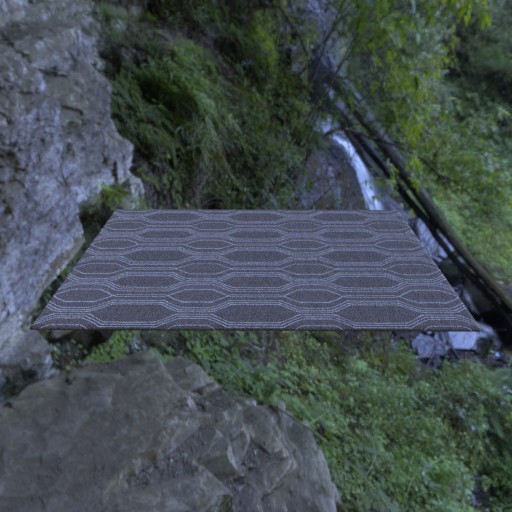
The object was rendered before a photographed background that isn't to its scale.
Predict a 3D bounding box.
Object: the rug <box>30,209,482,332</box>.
[{"bbox_3d":[0.000,0.000,2.336,1.836,0.012,1.239,0,29,0],"label":"rug"}]
